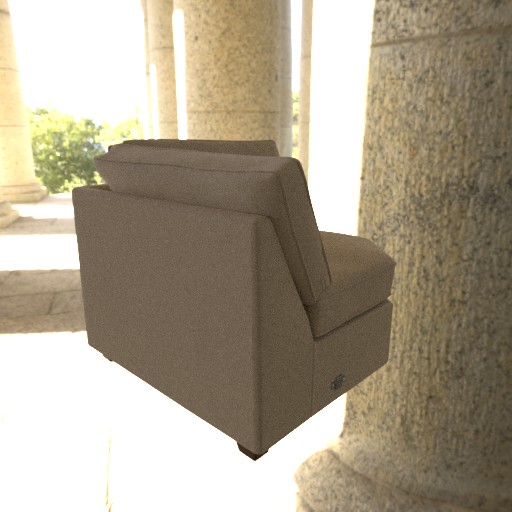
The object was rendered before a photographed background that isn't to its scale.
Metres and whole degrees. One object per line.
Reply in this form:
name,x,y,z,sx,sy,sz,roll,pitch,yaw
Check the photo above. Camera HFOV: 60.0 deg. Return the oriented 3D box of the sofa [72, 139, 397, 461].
sofa,0.000,0.000,1.836,1.050,0.937,1.042,14,21,42
